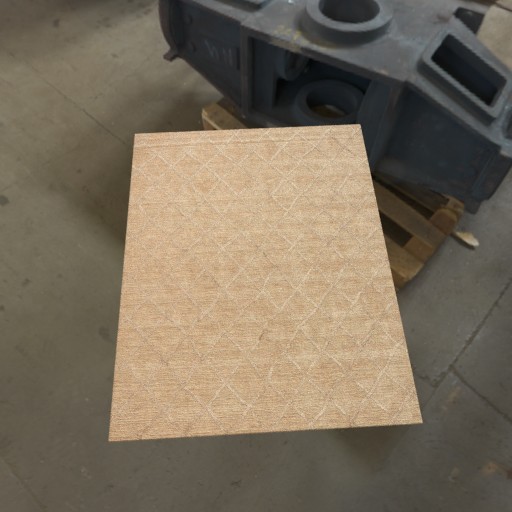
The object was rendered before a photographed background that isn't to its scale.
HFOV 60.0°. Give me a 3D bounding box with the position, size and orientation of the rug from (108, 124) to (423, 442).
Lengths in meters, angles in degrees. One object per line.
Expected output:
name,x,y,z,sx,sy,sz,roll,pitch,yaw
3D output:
rug,0.000,0.000,4.081,2.420,0.019,3.039,-3,64,-1
